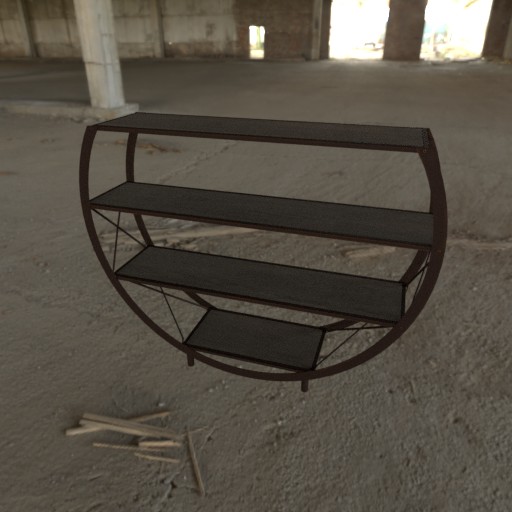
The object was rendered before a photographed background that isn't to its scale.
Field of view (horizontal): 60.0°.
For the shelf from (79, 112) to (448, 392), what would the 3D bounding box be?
[{"bbox_3d":[0.000,0.000,1.868,1.403,1.063,0.344,8,28,16],"label":"shelf"}]
